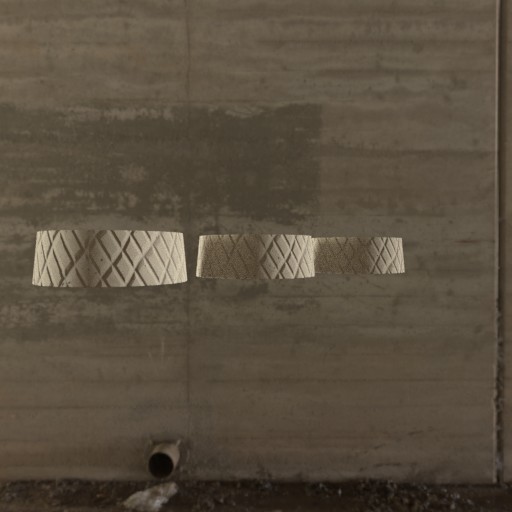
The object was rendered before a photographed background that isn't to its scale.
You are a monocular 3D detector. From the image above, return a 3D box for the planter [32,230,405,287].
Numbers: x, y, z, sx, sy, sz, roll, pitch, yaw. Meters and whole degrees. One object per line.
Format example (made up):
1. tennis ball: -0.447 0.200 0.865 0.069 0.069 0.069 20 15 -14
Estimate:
1. planter: 0.000 0.000 0.428 0.390 0.038 0.114 -1 1 -36
